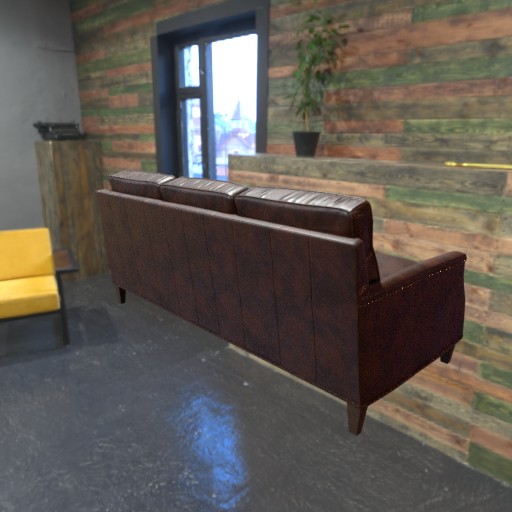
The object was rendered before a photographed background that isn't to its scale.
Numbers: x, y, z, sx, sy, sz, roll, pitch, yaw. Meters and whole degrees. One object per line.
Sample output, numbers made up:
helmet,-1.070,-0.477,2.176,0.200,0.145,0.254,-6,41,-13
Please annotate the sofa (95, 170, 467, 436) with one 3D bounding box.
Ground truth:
sofa,0.000,0.000,2.786,1.084,1.003,2.240,-14,21,-42
